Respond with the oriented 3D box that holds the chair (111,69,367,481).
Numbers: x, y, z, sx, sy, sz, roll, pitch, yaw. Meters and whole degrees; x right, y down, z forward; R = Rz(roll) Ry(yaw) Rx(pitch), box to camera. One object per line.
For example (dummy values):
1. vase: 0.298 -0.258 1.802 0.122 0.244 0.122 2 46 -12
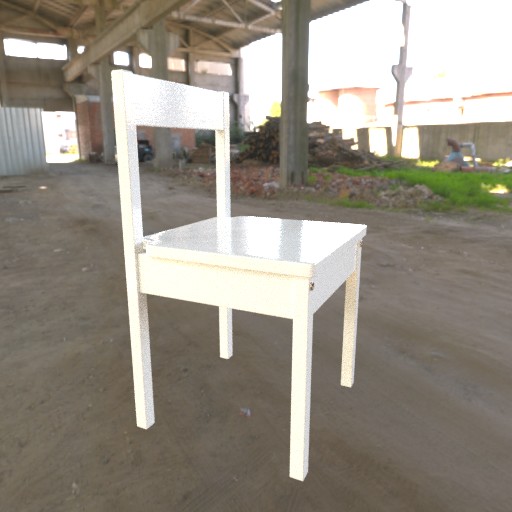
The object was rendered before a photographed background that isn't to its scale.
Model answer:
1. chair: 0.000 0.000 0.887 0.361 0.668 0.367 7 15 25
